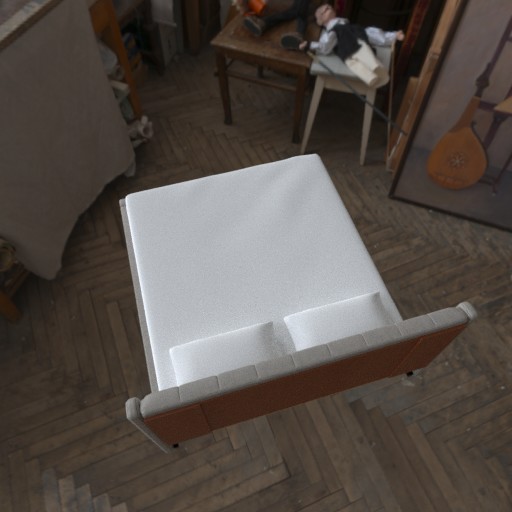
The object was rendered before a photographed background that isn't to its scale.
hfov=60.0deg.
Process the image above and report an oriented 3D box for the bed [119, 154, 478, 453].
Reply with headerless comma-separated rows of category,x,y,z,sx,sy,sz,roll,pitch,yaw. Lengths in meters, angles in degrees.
bed,0.000,0.000,3.553,2.062,1.289,2.342,-14,59,-9
